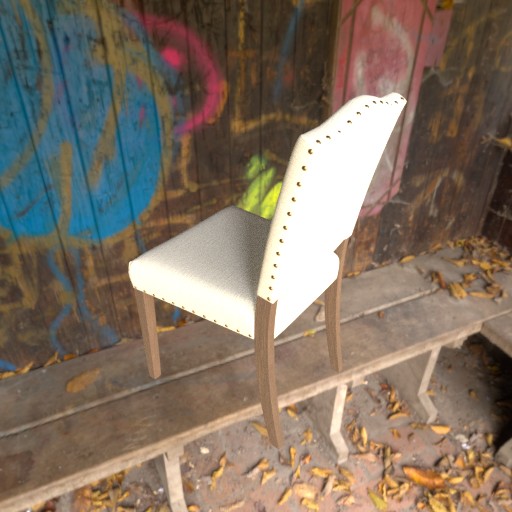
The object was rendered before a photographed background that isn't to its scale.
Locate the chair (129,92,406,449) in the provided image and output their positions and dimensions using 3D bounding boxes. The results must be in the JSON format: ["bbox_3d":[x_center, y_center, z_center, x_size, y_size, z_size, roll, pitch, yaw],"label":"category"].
[{"bbox_3d":[0.000,0.000,1.353,0.619,1.015,0.508,22,39,30],"label":"chair"}]
